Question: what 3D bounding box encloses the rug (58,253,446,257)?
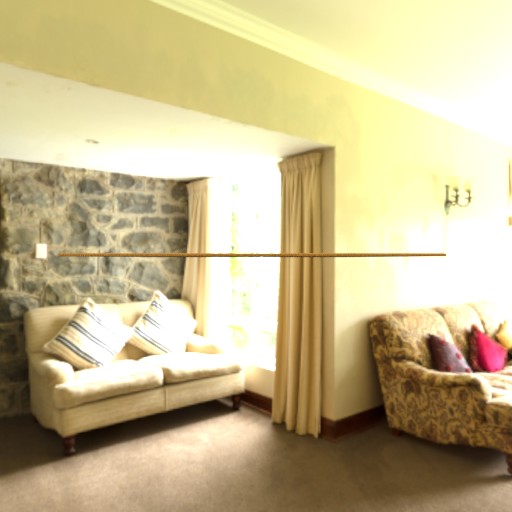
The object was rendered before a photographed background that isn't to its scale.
[{"bbox_3d":[0.000,0.000,2.294,1.219,0.010,1.829,0,0,1],"label":"rug"}]
